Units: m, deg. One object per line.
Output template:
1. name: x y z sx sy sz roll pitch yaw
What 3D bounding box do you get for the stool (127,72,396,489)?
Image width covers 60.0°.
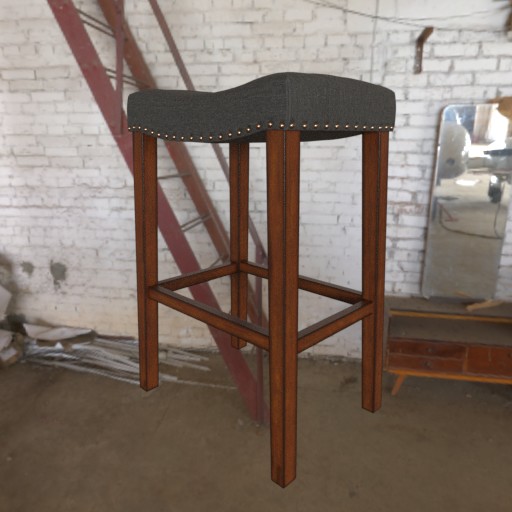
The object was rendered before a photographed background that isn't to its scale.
1. stool: 0.000 0.000 1.032 0.502 0.748 0.366 14 21 42
